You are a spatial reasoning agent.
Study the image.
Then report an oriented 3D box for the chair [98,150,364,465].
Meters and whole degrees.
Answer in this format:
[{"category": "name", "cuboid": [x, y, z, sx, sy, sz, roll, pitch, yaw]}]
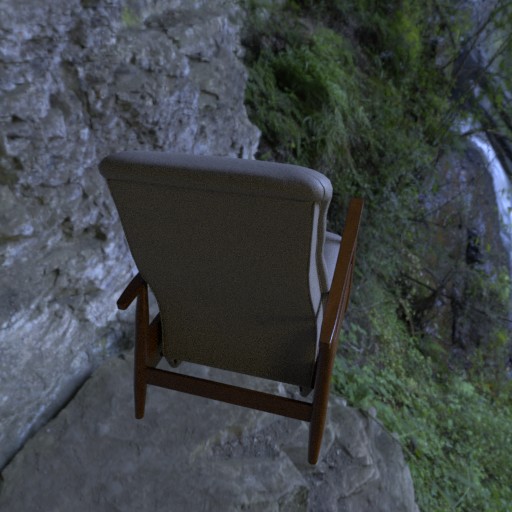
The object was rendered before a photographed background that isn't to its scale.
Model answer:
[{"category": "chair", "cuboid": [0.000, 0.000, 1.805, 0.762, 1.082, 1.032, 8, 31, 14]}]
